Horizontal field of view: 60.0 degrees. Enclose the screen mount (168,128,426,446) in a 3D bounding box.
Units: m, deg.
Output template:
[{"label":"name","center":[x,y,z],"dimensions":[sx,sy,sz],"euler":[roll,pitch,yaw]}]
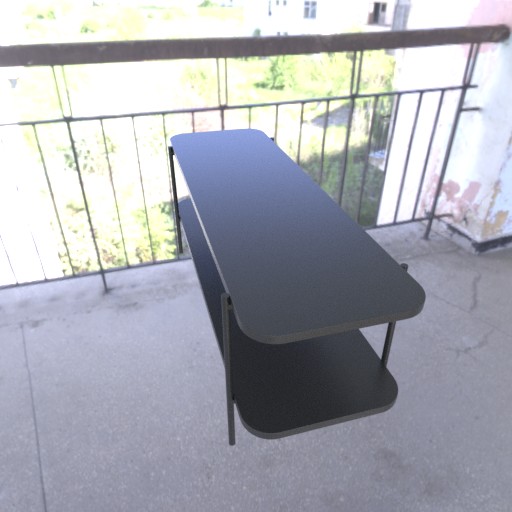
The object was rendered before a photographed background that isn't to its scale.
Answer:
[{"label":"screen mount","center":[0.000,0.000,1.381],"dimensions":[0.400,0.447,1.200],"euler":[-9,33,-13]}]
